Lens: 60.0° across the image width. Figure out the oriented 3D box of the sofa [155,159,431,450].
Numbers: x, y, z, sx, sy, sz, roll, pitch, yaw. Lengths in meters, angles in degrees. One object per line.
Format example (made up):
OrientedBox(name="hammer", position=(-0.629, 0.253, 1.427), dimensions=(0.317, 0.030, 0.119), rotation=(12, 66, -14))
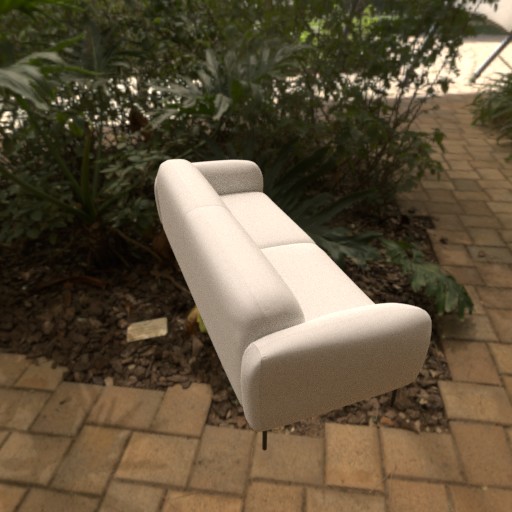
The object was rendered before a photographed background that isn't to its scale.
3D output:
OrientedBox(name="sofa", position=(0.000, 0.000, 2.732), dimensions=(0.880, 0.780, 2.257), rotation=(-11, 32, -18))
